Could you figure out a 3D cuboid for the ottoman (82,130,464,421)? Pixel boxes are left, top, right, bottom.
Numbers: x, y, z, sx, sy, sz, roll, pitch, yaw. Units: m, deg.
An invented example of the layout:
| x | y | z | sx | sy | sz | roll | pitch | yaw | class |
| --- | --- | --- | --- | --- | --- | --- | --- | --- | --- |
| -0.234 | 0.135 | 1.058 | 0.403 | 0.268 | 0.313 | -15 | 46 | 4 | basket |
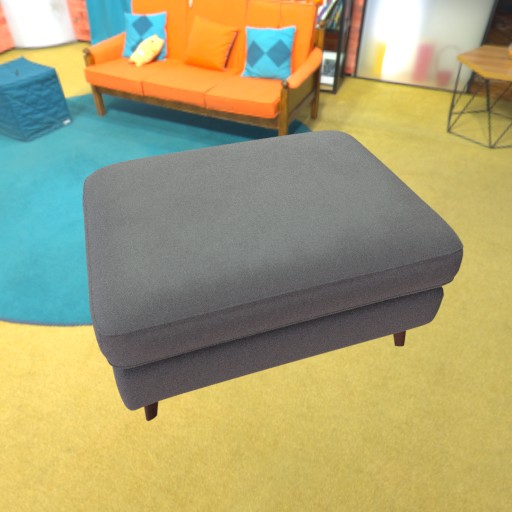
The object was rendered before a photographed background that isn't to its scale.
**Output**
| x | y | z | sx | sy | sz | roll | pitch | yaw | class |
| --- | --- | --- | --- | --- | --- | --- | --- | --- | --- |
| 0.000 | 0.000 | 1.177 | 0.811 | 0.449 | 0.608 | -12 | 43 | -14 | ottoman |
